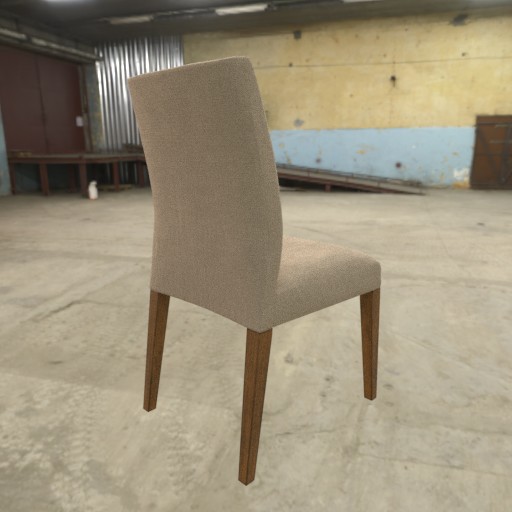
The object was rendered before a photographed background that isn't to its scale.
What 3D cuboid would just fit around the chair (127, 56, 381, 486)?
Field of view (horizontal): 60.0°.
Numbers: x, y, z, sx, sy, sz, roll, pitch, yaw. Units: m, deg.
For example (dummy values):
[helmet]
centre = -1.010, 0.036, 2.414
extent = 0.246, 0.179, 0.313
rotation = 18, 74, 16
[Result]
[chair]
centre = 0.000, 0.000, 1.259
extent = 0.496, 0.940, 0.585
rotation = 13, 19, 43
